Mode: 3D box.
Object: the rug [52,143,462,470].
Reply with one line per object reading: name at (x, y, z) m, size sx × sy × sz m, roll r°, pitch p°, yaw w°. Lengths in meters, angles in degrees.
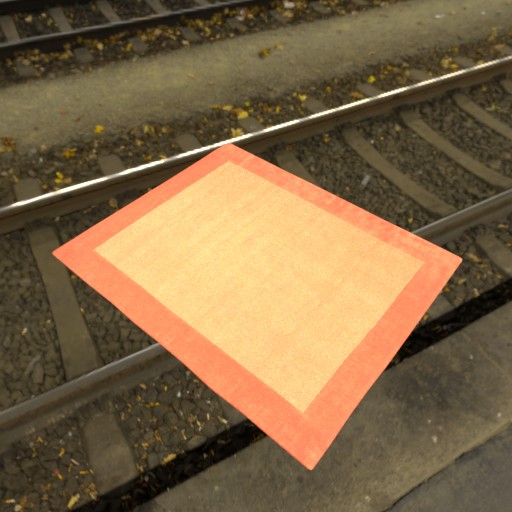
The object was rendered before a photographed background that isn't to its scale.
rug at (0.000, 0.000, 4.125) m, size 2.976 × 0.018 × 2.430 m, roll 32°, pitch 55°, yaw 26°
